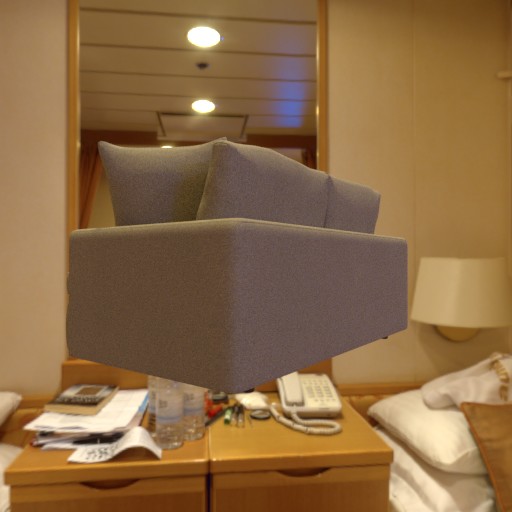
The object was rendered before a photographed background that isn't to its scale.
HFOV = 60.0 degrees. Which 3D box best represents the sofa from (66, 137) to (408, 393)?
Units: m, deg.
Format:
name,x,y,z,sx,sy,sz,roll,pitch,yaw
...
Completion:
name,x,y,z,sx,sy,sz,roll,pitch,yaw
sofa,0.000,0.000,2.630,1.228,1.080,1.869,0,-1,37
